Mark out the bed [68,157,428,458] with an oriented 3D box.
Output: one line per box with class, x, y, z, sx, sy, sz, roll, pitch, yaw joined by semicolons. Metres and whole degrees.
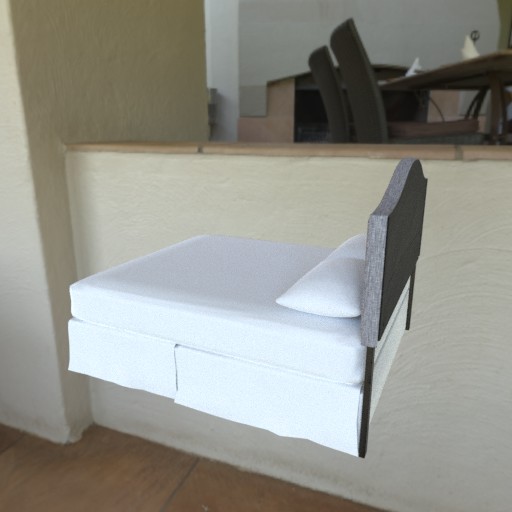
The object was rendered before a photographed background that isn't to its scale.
bed;0.000;0.000;2.884;1.870;1.295;1.610;7;17;25
